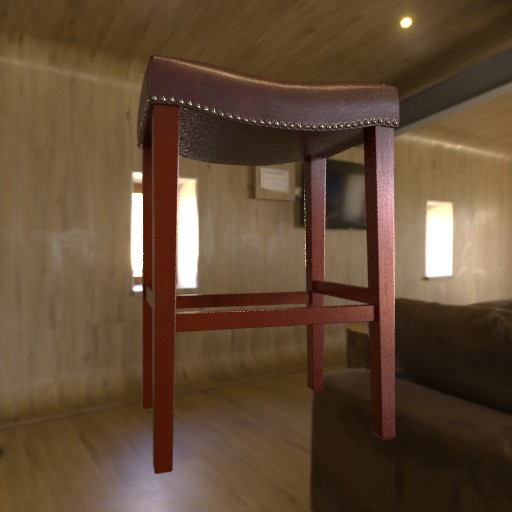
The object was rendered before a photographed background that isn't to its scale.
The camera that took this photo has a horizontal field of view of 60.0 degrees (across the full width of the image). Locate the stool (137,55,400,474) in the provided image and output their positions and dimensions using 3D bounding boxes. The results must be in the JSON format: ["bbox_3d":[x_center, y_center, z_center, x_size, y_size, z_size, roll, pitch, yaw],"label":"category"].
[{"bbox_3d":[0.000,0.000,0.997,0.504,0.742,0.372,0,1,-18],"label":"stool"}]
